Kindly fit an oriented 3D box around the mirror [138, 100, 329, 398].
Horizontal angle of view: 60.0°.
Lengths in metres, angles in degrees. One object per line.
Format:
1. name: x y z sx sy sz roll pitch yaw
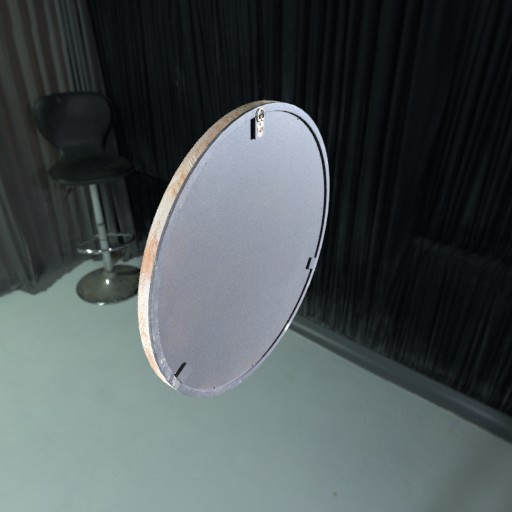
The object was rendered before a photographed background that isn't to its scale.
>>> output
1. mirror: 0.000 0.000 1.072 0.038 0.710 0.710 20 37 29
